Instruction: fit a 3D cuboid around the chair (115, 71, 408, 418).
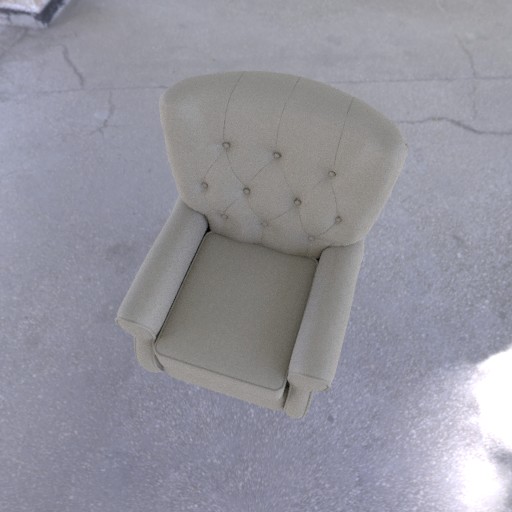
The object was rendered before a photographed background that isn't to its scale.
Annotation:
[{"bbox_3d":[0.000,0.000,1.911,0.943,1.158,1.059,15,59,9],"label":"chair"}]
